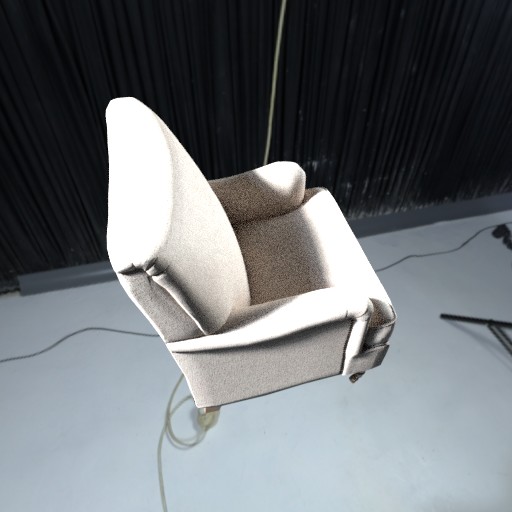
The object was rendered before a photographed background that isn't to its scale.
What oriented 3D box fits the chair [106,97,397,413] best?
[{"bbox_3d":[0.000,0.000,1.830,0.953,1.119,0.879,-10,48,-9],"label":"chair"}]
